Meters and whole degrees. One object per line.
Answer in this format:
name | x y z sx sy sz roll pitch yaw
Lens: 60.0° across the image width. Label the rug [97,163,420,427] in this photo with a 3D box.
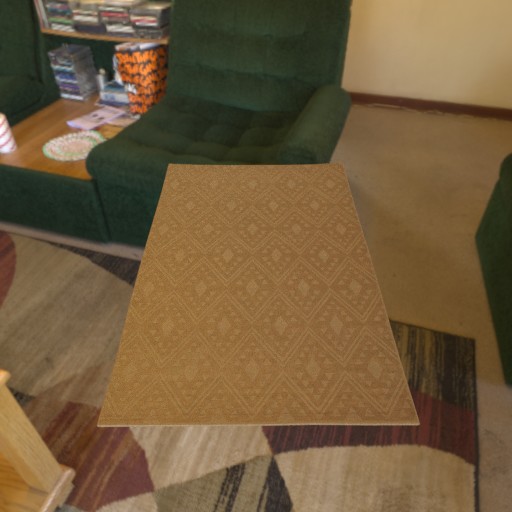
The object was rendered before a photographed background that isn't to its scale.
rug | 0.000 0.000 3.018 1.553 0.053 2.430 0 42 0
